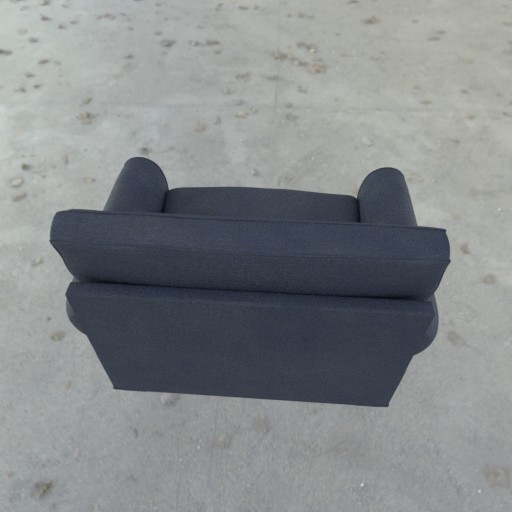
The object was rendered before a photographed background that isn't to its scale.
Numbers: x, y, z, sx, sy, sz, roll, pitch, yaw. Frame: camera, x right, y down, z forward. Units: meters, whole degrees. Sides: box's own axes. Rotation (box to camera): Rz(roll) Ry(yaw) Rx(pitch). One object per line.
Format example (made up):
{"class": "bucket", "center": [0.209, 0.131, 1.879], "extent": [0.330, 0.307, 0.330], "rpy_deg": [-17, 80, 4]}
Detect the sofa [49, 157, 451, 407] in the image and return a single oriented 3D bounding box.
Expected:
{"class": "sofa", "center": [0.000, 0.000, 1.976], "extent": [1.405, 1.004, 0.938], "rpy_deg": [3, 48, 3]}
